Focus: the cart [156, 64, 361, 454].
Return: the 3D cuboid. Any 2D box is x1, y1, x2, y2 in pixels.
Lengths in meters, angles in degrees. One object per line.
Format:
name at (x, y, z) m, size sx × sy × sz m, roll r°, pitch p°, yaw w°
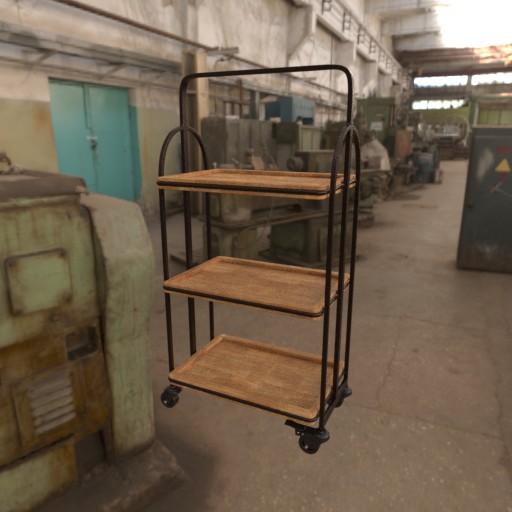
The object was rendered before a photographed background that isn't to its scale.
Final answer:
cart at (0.000, 0.000, 1.281) m, size 0.553 × 1.001 × 0.327 m, roll 8°, pitch 17°, yaw 25°
